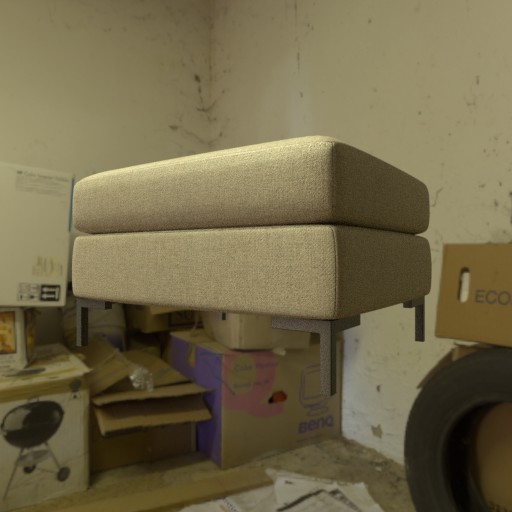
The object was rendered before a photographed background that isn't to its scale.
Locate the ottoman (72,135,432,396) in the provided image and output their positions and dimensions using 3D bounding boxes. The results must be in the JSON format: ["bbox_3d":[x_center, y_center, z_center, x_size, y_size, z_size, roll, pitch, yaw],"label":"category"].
[{"bbox_3d":[0.000,0.000,1.250,0.820,0.490,0.671,0,0,35],"label":"ottoman"}]
